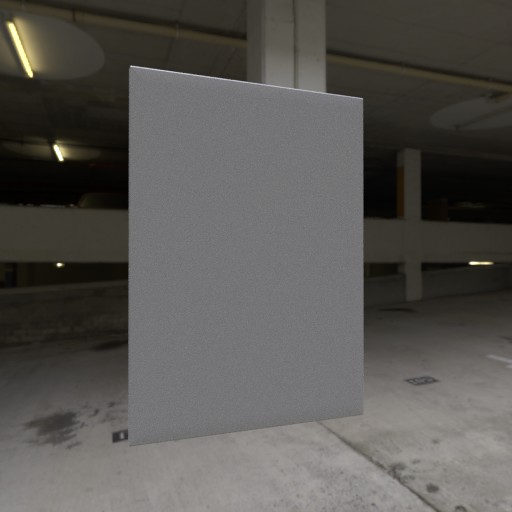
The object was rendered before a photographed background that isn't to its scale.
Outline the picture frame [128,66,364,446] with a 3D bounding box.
[{"bbox_3d":[0.000,0.000,0.689,0.381,0.534,0.012,0,0,-19],"label":"picture frame"}]
